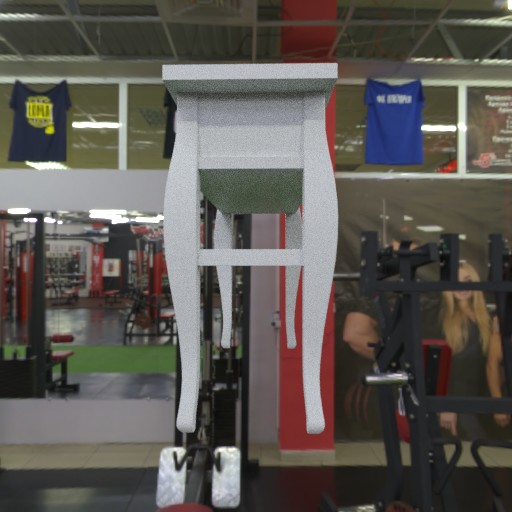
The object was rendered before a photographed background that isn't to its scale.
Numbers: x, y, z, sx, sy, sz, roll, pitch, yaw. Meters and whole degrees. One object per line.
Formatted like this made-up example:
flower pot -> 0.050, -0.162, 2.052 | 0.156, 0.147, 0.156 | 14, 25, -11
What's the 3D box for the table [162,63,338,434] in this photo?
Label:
table -> 0.000, 0.000, 1.426 | 0.373, 0.768, 1.062 | 0, -1, 1
